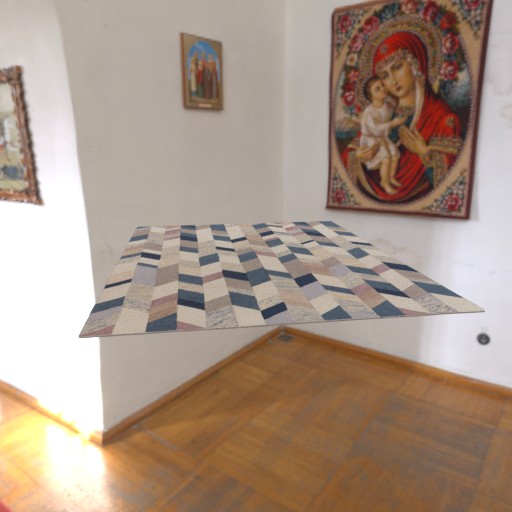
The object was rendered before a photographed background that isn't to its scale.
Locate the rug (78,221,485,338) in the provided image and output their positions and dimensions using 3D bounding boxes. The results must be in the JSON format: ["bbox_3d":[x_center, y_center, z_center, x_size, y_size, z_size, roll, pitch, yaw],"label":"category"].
[{"bbox_3d":[0.000,0.000,4.061,2.451,0.011,3.072,-2,15,-9],"label":"rug"}]
